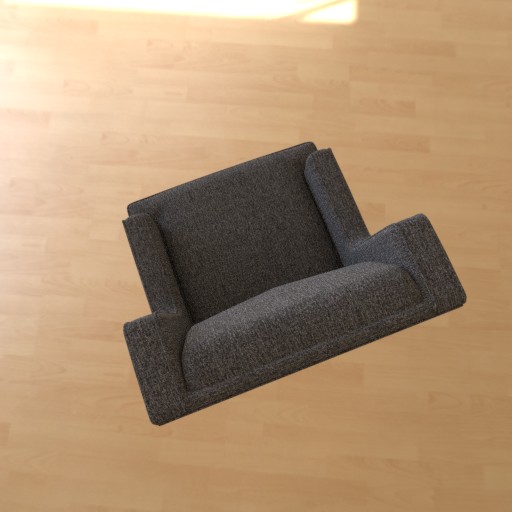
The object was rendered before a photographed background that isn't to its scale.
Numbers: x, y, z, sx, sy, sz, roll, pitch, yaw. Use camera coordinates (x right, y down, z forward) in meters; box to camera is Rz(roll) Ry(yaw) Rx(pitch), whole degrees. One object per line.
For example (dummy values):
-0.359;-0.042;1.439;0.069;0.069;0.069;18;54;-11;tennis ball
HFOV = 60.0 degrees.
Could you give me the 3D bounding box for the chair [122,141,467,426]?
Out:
0.000;0.000;1.812;0.942;1.082;0.927;-20;77;-5;chair
